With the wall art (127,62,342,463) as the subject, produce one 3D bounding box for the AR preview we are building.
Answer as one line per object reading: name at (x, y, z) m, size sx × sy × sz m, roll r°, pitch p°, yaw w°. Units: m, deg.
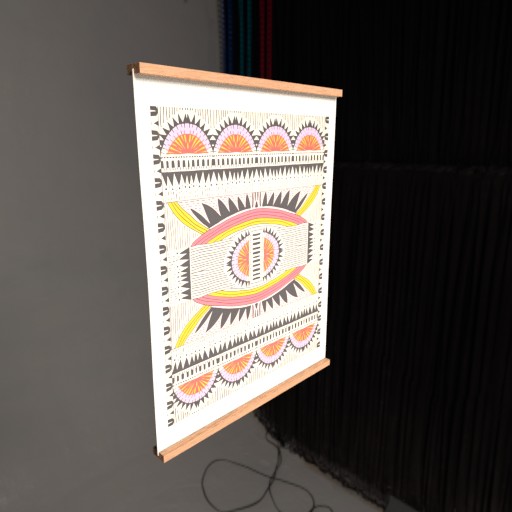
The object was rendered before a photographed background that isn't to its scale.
wall art at (0.000, 0.000, 0.709) m, size 0.028 × 0.527 × 0.403 m, roll 14°, pitch 20°, yaw 43°
